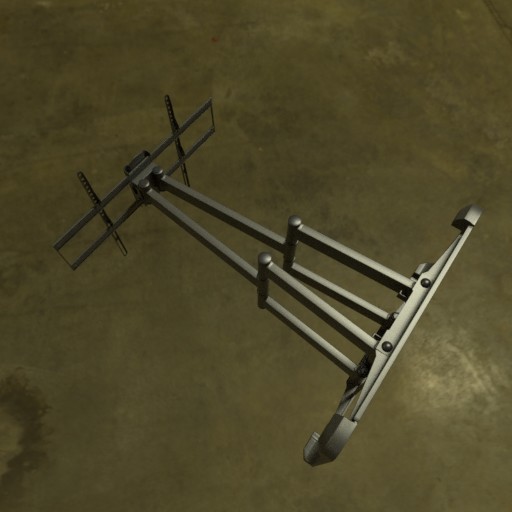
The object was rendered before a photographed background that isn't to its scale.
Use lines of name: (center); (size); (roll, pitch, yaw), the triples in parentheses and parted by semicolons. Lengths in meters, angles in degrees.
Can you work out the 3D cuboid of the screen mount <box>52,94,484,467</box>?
screen mount: (0.000, 0.000, 1.309); (0.905, 0.483, 0.725); (33, 68, 16)
